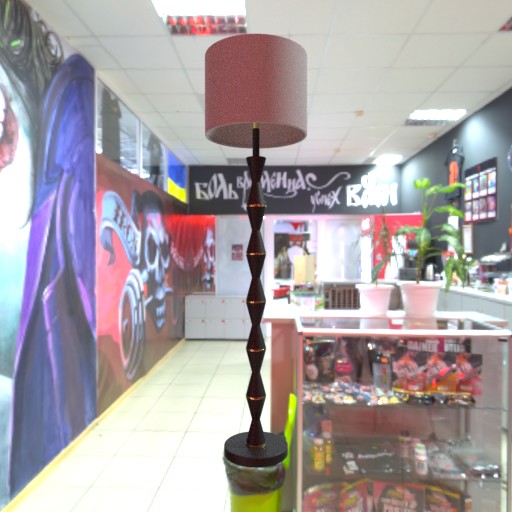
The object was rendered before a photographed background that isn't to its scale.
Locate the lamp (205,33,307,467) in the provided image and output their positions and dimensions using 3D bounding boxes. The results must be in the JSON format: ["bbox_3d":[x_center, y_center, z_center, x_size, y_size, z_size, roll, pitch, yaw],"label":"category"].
[{"bbox_3d":[0.000,0.000,1.665,0.381,1.480,0.381,0,1,35],"label":"lamp"}]
